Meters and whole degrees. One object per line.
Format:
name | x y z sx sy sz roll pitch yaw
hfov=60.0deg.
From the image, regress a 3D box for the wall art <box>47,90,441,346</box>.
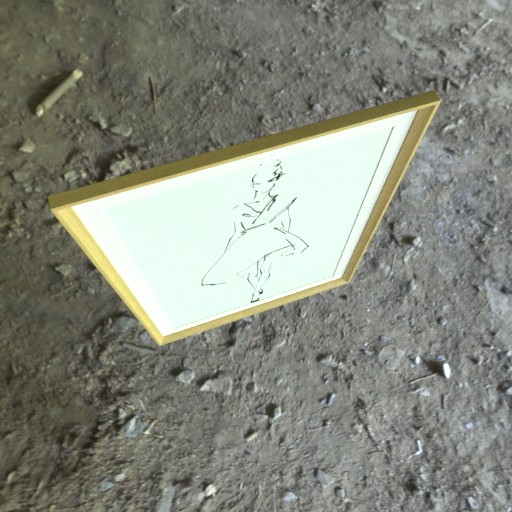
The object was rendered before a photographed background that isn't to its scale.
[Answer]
wall art | 0.000 0.000 1.314 0.798 1.002 0.030 -17 66 -8
